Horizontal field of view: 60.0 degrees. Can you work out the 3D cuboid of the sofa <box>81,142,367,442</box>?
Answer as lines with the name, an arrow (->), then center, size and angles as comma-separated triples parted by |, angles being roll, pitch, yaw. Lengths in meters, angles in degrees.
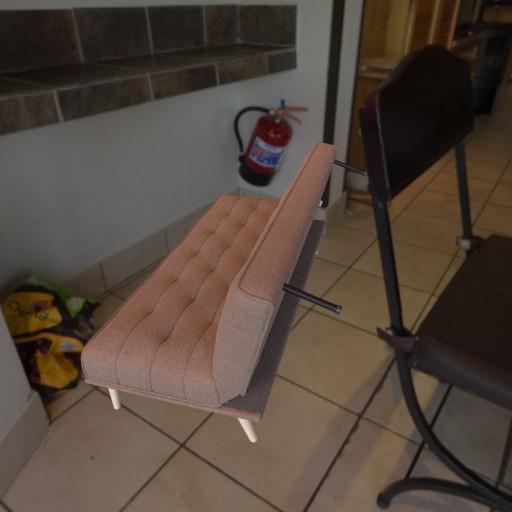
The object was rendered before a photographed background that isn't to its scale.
sofa -> 0.000, 0.000, 2.425 | 1.038, 0.810, 1.820 | 8, 31, 14
